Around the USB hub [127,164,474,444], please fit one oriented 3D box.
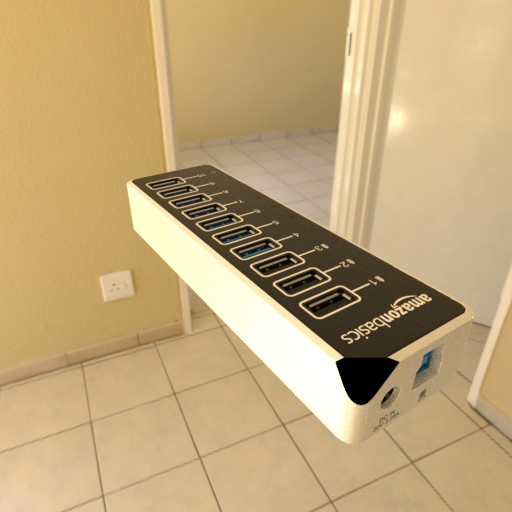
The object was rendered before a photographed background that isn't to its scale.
[{"bbox_3d":[0.000,0.000,0.162,0.044,0.023,0.145,-19,35,-29],"label":"USB hub"}]
